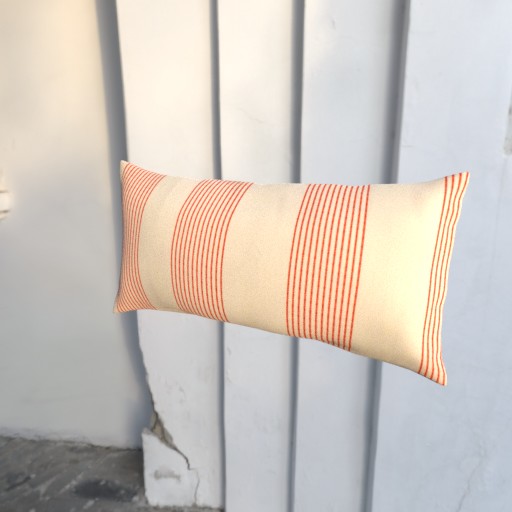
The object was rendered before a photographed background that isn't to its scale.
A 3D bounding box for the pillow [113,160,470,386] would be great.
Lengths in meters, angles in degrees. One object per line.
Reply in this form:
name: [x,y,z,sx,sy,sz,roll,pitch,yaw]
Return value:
pillow: [0.000,0.000,0.724,0.608,0.292,0.156,7,16,26]
